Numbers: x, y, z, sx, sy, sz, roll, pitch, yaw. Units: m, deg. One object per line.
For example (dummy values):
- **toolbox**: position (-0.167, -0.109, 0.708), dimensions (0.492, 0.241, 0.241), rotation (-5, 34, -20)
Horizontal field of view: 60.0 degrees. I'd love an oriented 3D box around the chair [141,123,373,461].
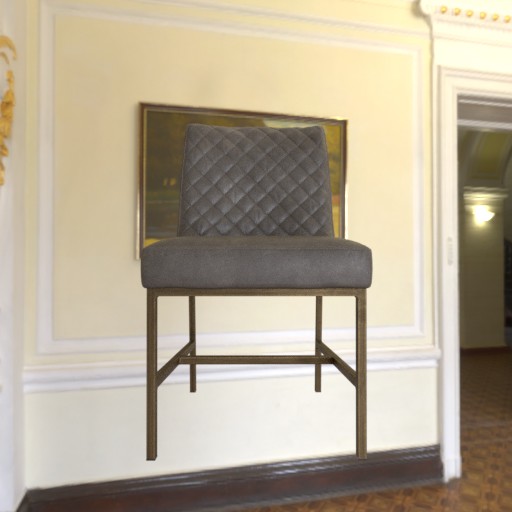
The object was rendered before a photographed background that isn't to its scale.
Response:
- **chair**: position (0.000, 0.000, 1.234), dimensions (0.508, 0.889, 0.587), rotation (0, 0, 0)
